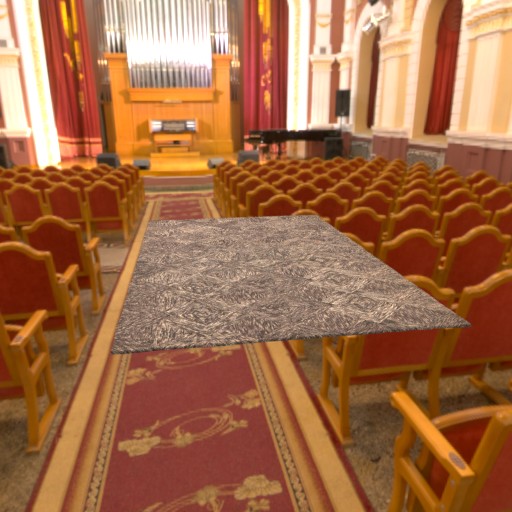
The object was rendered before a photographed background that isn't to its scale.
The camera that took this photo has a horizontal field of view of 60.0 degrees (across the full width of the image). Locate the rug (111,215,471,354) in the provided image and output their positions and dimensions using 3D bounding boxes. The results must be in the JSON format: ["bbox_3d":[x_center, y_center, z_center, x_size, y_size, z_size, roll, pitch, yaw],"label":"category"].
[{"bbox_3d":[0.000,0.000,2.260,1.189,0.011,1.808,-3,18,-9],"label":"rug"}]
